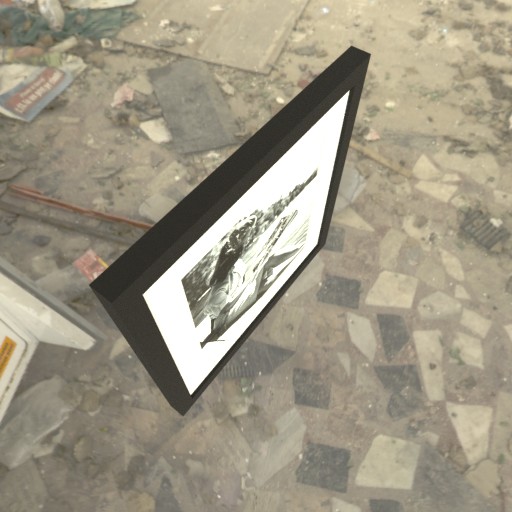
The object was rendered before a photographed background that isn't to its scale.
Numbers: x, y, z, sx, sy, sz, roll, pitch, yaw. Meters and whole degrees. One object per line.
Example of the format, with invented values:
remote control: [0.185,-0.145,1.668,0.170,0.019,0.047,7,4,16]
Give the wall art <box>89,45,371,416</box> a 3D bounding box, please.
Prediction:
wall art: [0.000,0.000,0.691,0.030,0.458,0.462,33,64,19]
